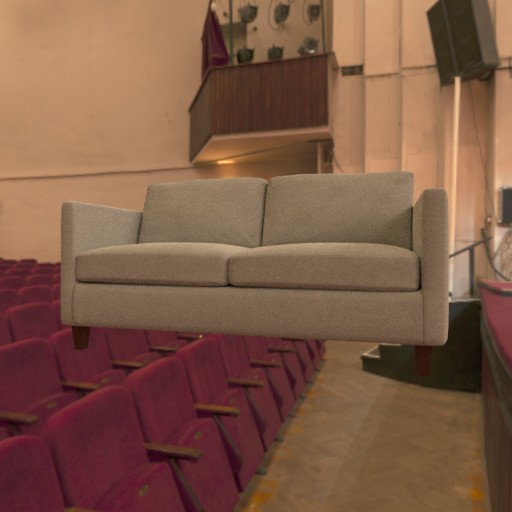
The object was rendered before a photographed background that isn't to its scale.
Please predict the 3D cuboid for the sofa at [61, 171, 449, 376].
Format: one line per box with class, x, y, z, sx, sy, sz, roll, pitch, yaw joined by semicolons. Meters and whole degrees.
sofa;0.000;0.000;2.459;1.884;0.963;0.950;0;1;16
